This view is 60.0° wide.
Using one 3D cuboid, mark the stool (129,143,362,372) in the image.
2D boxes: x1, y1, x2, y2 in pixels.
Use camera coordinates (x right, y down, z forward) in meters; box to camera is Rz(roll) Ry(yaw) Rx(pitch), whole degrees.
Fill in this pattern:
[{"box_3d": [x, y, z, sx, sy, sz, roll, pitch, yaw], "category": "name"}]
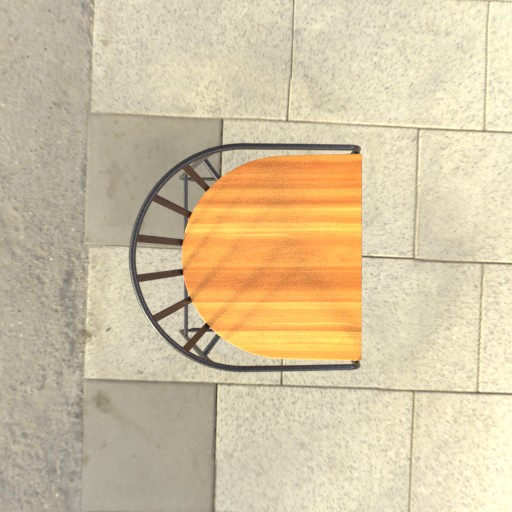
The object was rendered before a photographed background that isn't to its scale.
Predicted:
[{"box_3d": [0.000, 0.000, 1.168, 0.521, 0.812, 0.546, 0, 91, -1], "category": "stool"}]
